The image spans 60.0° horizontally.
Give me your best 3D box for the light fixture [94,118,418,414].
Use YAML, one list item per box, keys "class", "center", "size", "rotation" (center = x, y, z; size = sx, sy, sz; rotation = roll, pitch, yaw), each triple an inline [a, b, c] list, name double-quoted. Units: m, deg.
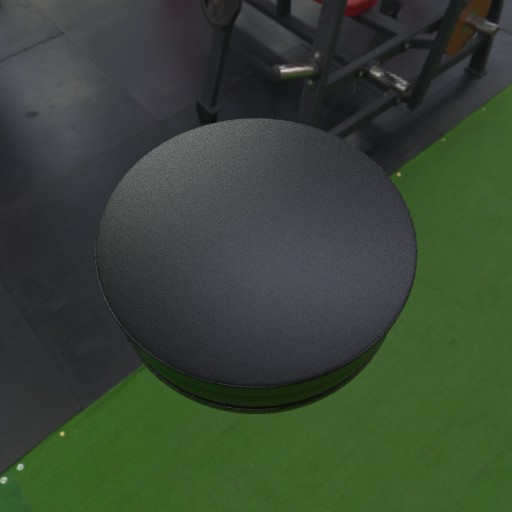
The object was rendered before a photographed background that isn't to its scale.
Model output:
- class: "light fixture"
  center: [0.000, 0.000, 0.431]
  size: [0.283, 0.097, 0.283]
  rotation: [0, 59, 0]
